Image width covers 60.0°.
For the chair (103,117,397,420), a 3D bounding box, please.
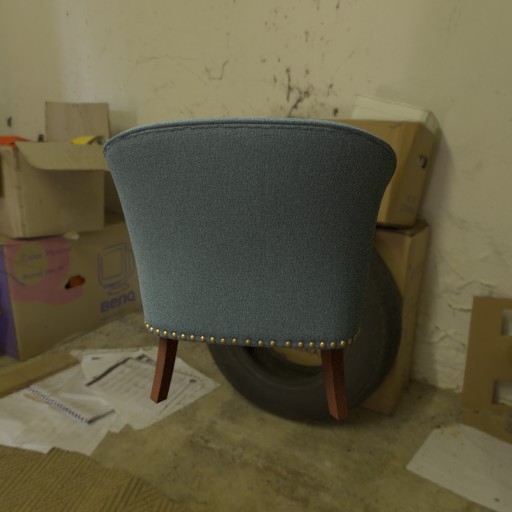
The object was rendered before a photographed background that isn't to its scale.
[{"bbox_3d":[0.000,0.000,1.396,0.772,0.815,0.704,2,16,9],"label":"chair"}]
